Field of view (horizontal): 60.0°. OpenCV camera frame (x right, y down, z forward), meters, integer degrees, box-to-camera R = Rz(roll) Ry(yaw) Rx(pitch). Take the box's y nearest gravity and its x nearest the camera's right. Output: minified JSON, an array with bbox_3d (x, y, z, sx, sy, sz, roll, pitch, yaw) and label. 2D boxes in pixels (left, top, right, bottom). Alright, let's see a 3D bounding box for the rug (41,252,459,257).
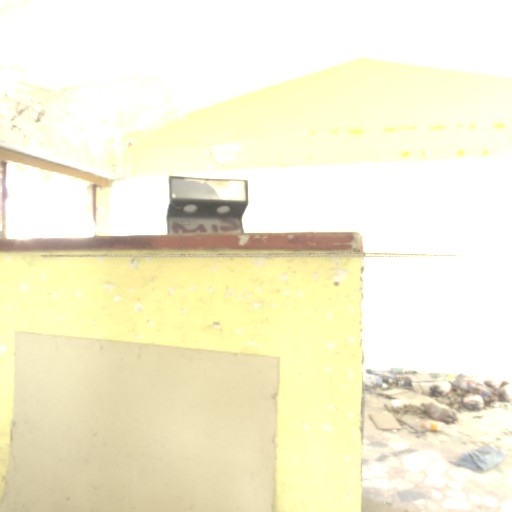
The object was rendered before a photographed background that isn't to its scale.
[{"bbox_3d":[0.000,0.000,4.106,3.038,0.019,2.420,0,0,35],"label":"rug"}]
